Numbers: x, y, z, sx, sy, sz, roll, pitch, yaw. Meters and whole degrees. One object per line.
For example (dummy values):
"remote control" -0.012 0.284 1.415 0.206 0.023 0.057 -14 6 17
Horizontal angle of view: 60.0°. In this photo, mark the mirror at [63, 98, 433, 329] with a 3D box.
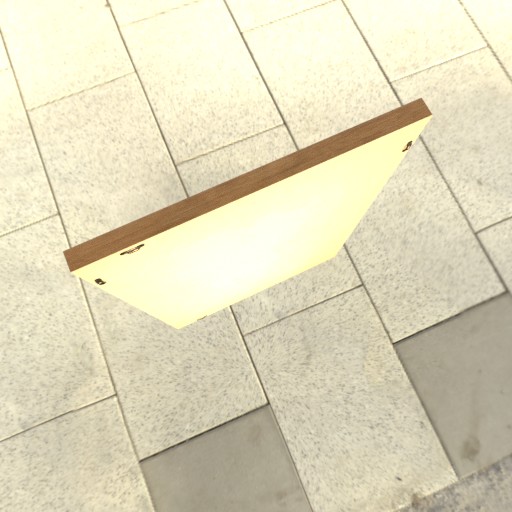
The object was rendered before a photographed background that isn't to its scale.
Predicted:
"mirror" 0.000 0.000 1.122 0.609 0.915 0.040 -24 77 -6
